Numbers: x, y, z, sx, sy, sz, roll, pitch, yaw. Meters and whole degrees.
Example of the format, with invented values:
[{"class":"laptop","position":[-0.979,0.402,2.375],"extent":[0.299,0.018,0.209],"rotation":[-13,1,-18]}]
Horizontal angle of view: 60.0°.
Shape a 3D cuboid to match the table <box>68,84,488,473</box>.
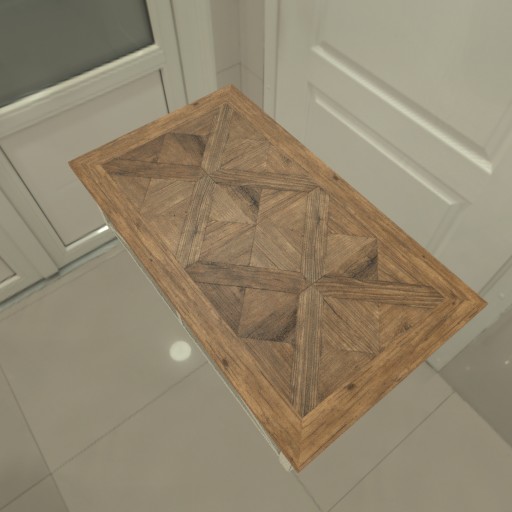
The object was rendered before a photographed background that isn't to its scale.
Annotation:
[{"class":"table","position":[0.000,0.000,1.756],"extent":[0.800,0.410,1.400],"rotation":[-33,63,-19]}]
